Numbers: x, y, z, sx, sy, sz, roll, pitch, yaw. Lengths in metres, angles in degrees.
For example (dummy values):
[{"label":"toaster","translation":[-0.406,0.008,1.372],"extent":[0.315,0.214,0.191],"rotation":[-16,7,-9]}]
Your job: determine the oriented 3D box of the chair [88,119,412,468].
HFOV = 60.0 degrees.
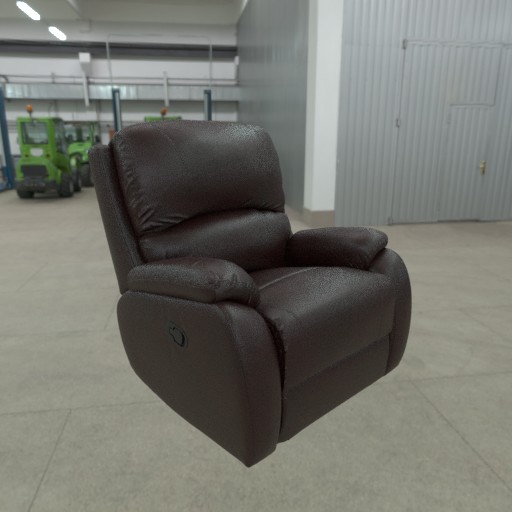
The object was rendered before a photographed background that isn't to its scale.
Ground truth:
[{"label":"chair","translation":[0.000,0.000,1.695],"extent":[0.930,1.011,0.899],"rotation":[-14,21,-42]}]
